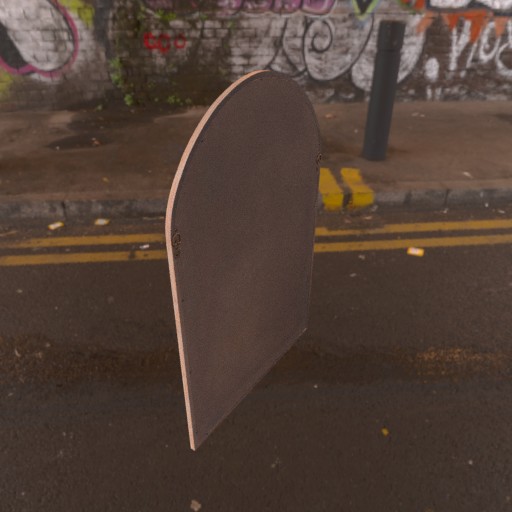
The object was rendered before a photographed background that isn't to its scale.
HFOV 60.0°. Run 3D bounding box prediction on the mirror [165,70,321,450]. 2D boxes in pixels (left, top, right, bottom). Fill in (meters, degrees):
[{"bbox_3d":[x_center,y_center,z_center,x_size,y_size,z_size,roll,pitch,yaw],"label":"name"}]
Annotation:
[{"bbox_3d":[0.000,0.000,1.175,0.032,0.915,0.609,20,37,30],"label":"mirror"}]
